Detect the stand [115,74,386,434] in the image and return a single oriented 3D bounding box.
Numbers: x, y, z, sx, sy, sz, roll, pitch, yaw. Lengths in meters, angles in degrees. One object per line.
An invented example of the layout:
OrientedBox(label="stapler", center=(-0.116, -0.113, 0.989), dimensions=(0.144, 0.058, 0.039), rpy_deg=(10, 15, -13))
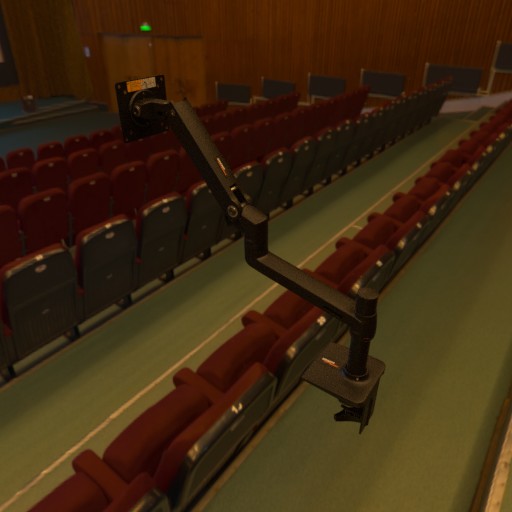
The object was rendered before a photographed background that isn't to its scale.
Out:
OrientedBox(label="stand", center=(0.000, 0.000, 1.027), dimensions=(0.650, 0.713, 0.152), rpy_deg=(20, 36, 30))
